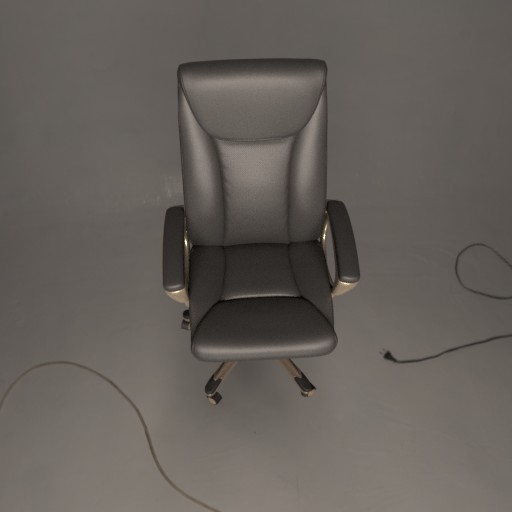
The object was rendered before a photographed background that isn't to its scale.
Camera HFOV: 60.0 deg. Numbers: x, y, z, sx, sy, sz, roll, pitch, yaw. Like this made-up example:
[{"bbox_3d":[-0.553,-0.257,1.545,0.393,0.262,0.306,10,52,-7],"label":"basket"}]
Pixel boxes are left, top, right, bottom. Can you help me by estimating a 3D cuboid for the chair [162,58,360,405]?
[{"bbox_3d":[0.000,0.000,1.621,0.694,1.188,0.748,-3,47,-2],"label":"chair"}]
